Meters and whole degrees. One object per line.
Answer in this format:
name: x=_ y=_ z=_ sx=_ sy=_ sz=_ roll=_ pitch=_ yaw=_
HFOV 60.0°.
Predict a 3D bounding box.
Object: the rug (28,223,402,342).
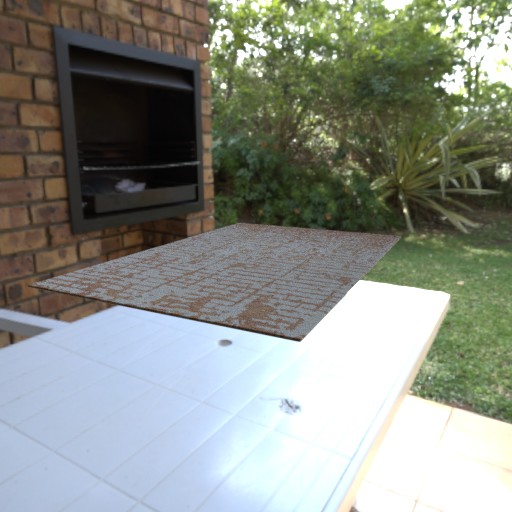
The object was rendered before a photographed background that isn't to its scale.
rug: x=0.000 y=0.000 z=2.379 sx=1.219 sy=0.011 sz=1.829 roll=7 pitch=15 yaw=26
